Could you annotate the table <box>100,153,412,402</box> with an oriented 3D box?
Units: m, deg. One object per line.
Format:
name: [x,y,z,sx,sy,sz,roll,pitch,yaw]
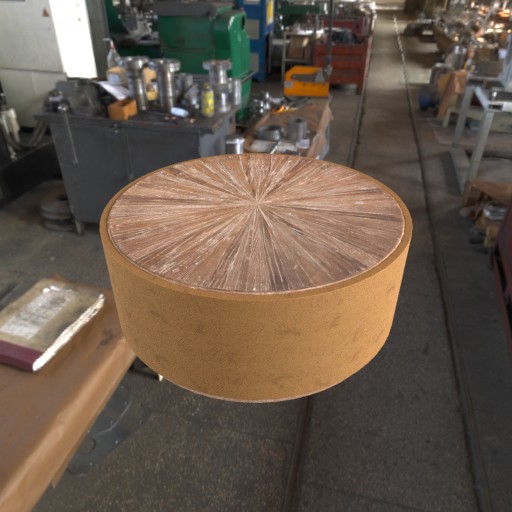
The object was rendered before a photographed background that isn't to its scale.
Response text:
table: [0.000,0.000,1.587,1.001,0.409,1.001,0,33,0]
